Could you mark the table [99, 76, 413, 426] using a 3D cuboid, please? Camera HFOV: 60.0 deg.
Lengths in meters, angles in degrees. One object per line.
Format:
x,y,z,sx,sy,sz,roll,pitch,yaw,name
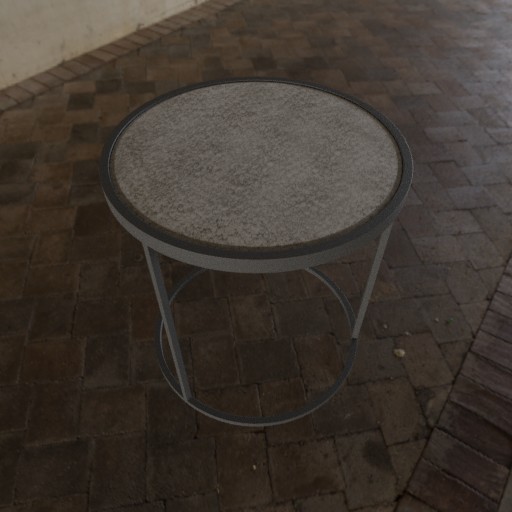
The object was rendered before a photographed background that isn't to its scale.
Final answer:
0.000,0.000,0.864,0.470,0.498,0.470,0,47,0,table
